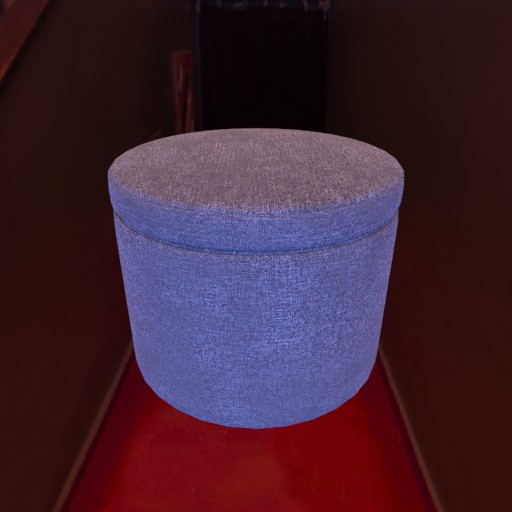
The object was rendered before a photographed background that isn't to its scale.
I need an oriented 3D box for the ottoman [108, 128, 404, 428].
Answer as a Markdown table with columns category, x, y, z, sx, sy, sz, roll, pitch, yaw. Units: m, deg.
| category | x | y | z | sx | sy | sz | roll | pitch | yaw |
| --- | --- | --- | --- | --- | --- | --- | --- | --- | --- |
| ottoman | 0.000 | 0.000 | 0.859 | 0.500 | 0.419 | 0.500 | 0 | 28 | 0 |
